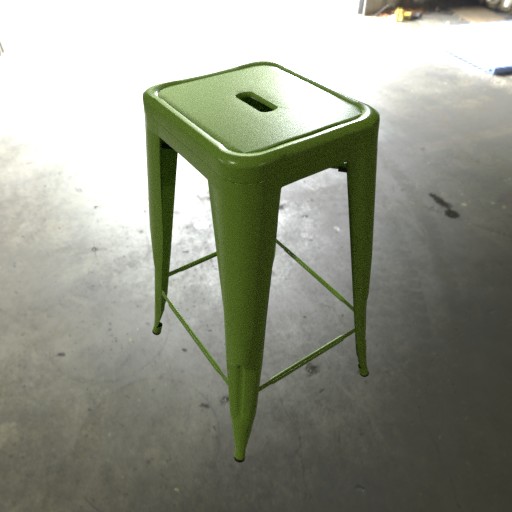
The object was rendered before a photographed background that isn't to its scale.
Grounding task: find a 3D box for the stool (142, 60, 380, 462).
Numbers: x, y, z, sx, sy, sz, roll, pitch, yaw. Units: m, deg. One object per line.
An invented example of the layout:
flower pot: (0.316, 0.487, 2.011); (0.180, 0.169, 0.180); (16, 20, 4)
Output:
stool: (0.000, 0.000, 0.846); (0.358, 0.609, 0.398); (-25, 47, -25)
